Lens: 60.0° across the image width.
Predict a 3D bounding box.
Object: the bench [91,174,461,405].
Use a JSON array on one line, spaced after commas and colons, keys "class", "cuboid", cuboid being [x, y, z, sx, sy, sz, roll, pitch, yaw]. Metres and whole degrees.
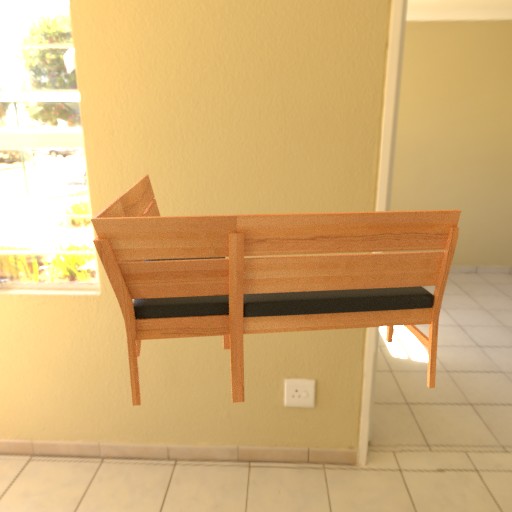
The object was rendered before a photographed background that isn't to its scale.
[{"class": "bench", "cuboid": [0.000, 0.000, 2.870, 1.548, 0.890, 1.948, -2, 16, -7]}]
